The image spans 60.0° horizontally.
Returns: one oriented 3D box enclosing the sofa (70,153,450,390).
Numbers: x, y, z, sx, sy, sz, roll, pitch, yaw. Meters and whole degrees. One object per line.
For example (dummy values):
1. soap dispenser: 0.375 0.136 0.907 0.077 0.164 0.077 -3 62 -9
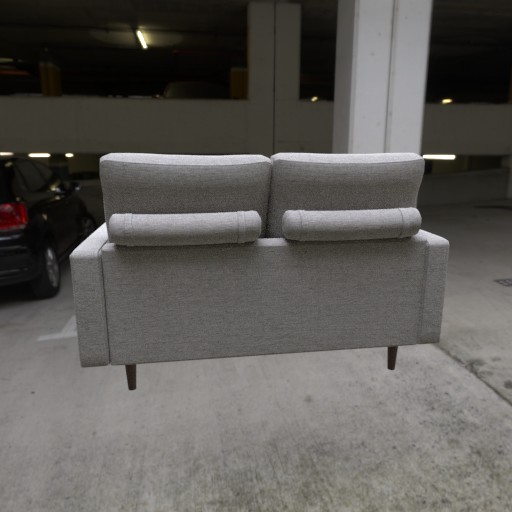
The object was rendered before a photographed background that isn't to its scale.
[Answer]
1. sofa: 0.000 0.000 1.999 1.407 0.907 0.842 -2 13 -9
